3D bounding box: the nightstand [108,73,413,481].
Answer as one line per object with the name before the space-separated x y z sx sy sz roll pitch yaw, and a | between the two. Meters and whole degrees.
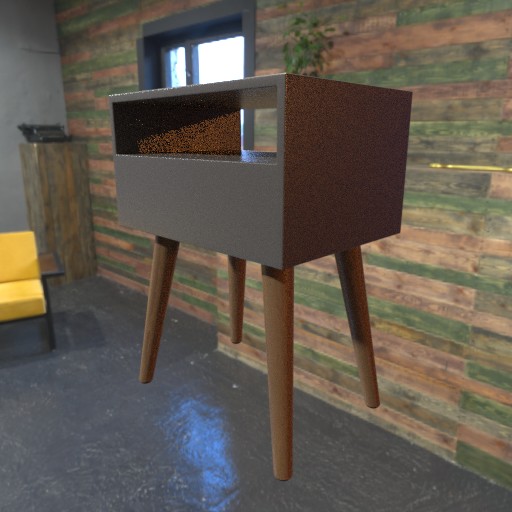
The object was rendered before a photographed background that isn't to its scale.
nightstand | 0.000 0.000 0.736 0.370 0.508 0.288 15 21 43
